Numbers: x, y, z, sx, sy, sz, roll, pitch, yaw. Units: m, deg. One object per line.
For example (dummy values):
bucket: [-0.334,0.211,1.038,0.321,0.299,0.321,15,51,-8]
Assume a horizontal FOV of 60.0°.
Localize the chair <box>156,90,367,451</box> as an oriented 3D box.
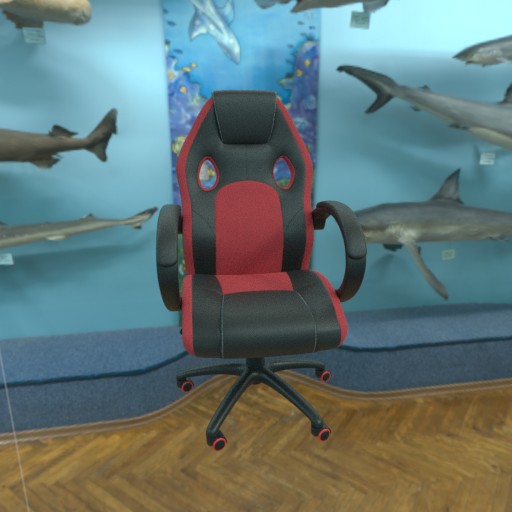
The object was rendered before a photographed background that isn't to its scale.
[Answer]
chair: [0.000,0.000,1.625,0.673,1.187,0.724,-2,17,-7]
